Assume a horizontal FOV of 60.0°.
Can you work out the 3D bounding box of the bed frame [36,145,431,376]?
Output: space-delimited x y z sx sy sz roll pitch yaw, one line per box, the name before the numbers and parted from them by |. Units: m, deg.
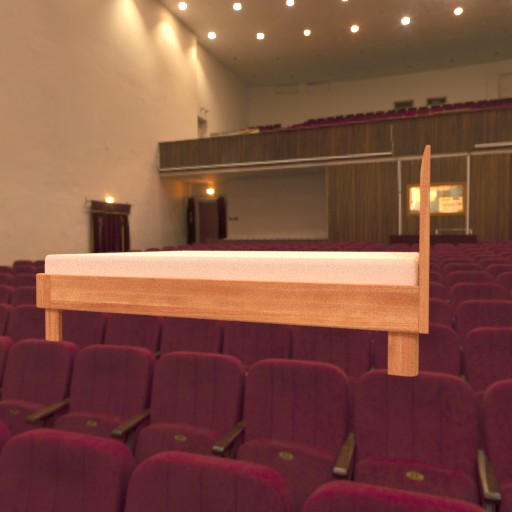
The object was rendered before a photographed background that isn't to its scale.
bed frame | 0.000 0.000 2.900 2.092 0.940 1.660 1 2 21
